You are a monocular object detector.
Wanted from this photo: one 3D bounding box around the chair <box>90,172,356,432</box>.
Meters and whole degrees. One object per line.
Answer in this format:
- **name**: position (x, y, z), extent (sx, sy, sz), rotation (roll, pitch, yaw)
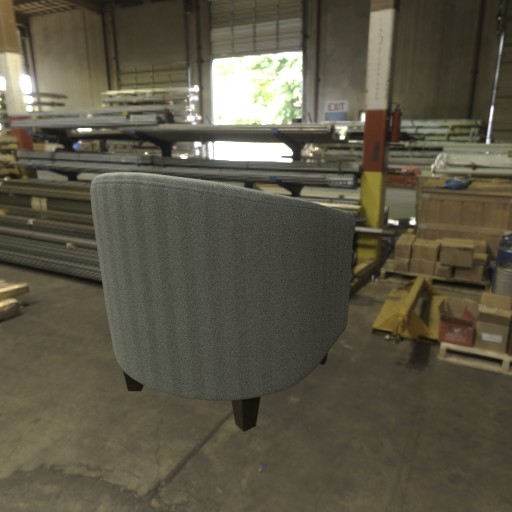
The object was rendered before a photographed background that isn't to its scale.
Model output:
- **chair**: position (0.000, 0.000, 1.733), extent (0.756, 0.757, 1.288), rotation (8, 19, 26)
